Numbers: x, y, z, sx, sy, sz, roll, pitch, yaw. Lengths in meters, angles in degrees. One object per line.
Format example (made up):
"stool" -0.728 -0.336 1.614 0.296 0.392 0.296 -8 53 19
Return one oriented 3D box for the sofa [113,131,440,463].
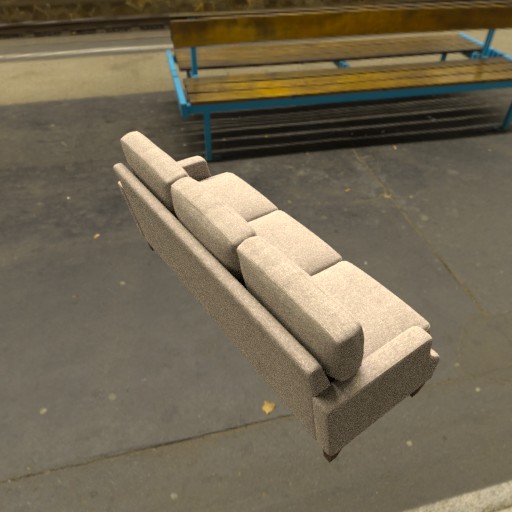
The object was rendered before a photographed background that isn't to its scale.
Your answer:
"sofa" 0.000 0.000 2.630 0.888 0.984 2.115 -25 47 -26
